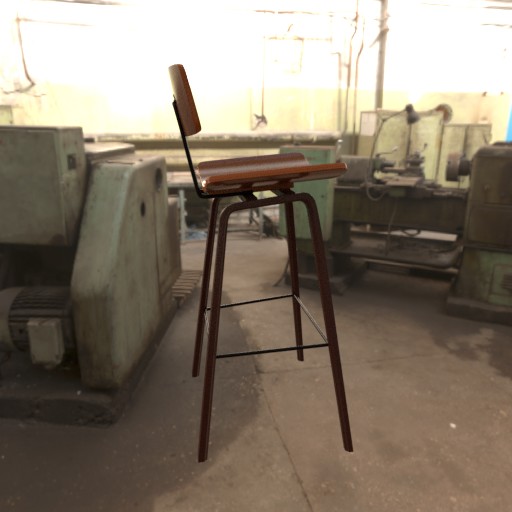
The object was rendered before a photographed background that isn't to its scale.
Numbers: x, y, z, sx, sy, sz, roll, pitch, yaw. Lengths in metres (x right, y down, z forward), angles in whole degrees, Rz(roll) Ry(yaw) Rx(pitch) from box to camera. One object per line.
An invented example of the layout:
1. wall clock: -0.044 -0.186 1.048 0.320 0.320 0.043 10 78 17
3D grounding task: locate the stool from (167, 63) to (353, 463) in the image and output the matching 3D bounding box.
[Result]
1. stool: 0.000 0.000 1.252 0.440 0.969 0.509 -3 17 -10
